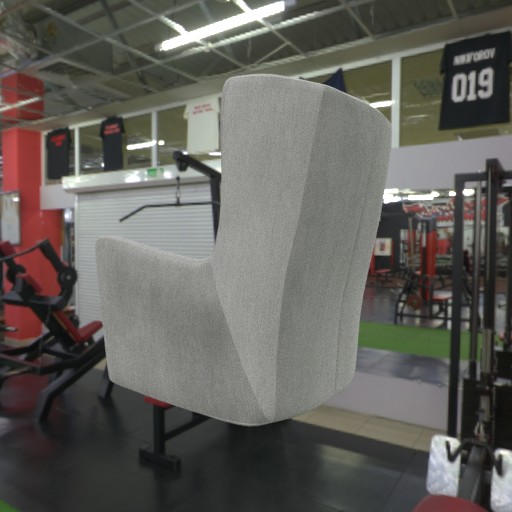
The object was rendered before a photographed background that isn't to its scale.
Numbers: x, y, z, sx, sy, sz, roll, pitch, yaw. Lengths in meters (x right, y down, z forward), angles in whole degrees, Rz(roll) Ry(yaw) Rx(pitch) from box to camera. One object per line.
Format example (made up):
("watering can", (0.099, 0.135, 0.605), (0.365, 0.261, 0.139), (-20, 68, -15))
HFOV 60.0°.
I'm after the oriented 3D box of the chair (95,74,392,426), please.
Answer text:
("chair", (0.000, 0.000, 1.626), (0.904, 1.000, 0.779), (2, 3, 35))
